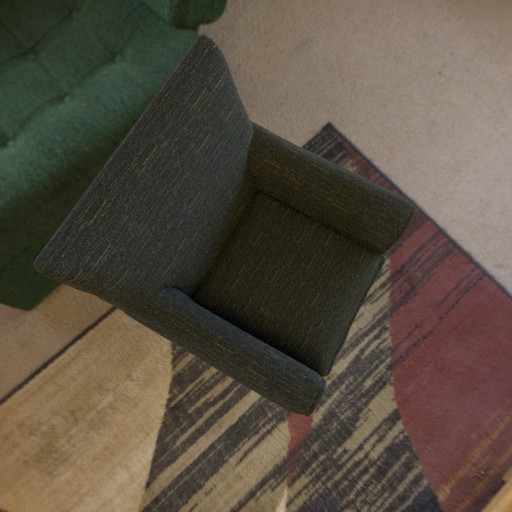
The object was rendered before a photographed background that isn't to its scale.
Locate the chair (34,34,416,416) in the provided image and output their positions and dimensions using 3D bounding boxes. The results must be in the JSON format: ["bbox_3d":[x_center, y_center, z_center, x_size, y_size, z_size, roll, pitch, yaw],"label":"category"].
[{"bbox_3d":[0.000,0.000,1.640,0.873,0.928,0.864,29,76,8],"label":"chair"}]
